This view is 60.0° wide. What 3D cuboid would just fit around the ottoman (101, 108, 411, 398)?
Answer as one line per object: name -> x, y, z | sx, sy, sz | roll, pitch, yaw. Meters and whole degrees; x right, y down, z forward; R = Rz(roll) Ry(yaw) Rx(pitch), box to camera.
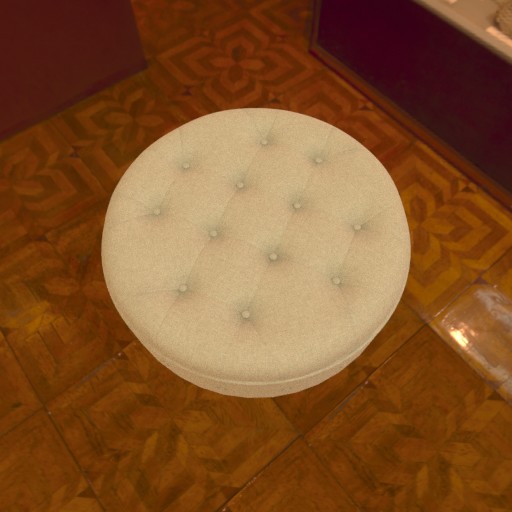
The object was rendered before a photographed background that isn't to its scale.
ottoman -> 0.000, 0.000, 1.376 | 0.849, 0.478, 0.849 | 0, 63, 0
